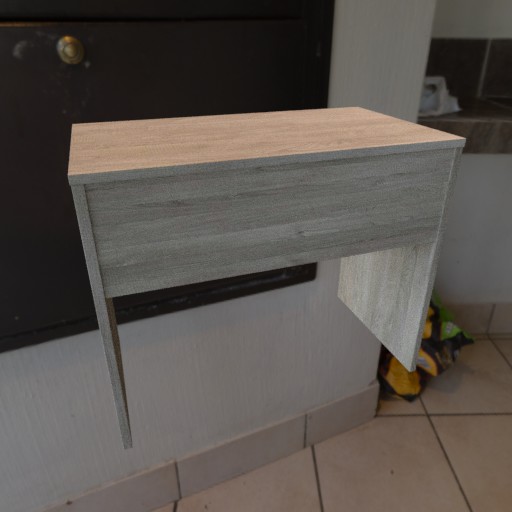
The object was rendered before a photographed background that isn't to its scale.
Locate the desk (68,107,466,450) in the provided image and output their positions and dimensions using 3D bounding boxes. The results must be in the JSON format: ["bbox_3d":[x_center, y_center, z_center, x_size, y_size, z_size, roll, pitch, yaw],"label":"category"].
[{"bbox_3d":[0.000,0.000,1.305,0.893,0.724,0.498,-9,29,-17],"label":"desk"}]
